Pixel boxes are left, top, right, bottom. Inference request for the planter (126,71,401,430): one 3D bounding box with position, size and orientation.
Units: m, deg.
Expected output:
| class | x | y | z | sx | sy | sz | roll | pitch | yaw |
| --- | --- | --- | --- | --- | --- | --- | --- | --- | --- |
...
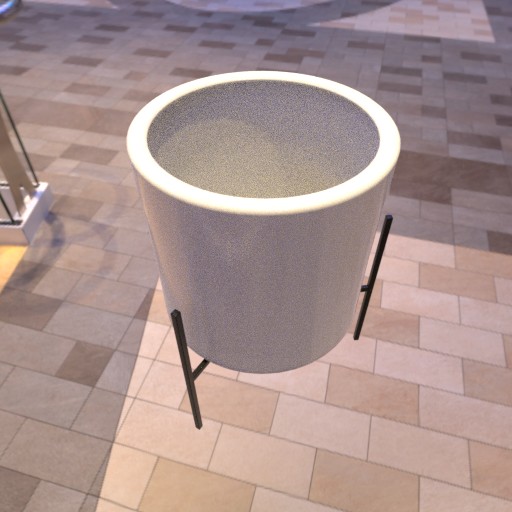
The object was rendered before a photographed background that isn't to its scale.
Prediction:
| class | x | y | z | sx | sy | sz | roll | pitch | yaw |
| --- | --- | --- | --- | --- | --- | --- | --- | --- | --- |
| planter | 0.000 | 0.000 | 0.718 | 0.360 | 0.480 | 0.361 | -23 | 49 | -21 |
